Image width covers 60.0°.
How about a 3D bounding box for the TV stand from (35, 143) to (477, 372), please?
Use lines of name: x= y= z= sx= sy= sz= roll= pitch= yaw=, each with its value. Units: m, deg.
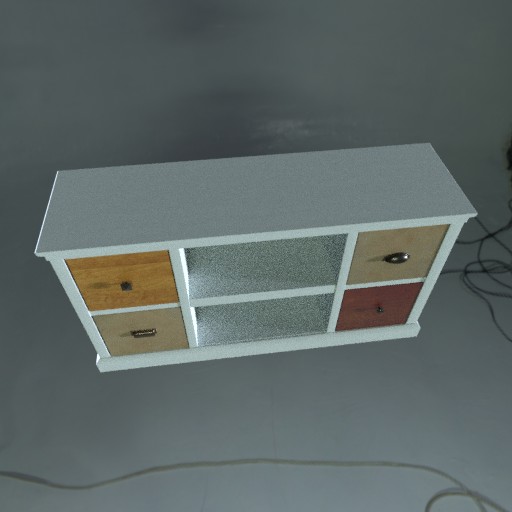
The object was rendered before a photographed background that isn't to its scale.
TV stand: x=0.000 y=0.000 z=1.540 sx=1.187 sy=0.624 sz=0.424 roll=-5 pitch=48 yaw=-5
